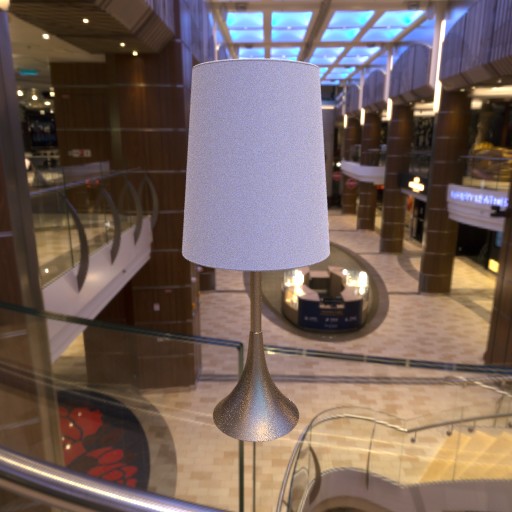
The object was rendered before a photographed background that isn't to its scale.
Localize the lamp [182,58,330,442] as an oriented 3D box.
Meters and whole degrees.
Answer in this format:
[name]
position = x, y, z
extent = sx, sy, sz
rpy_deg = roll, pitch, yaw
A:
[lamp]
position = 0.000, 0.000, 0.703
extent = 0.231, 0.569, 0.231
rpy_deg = 0, 14, 0
